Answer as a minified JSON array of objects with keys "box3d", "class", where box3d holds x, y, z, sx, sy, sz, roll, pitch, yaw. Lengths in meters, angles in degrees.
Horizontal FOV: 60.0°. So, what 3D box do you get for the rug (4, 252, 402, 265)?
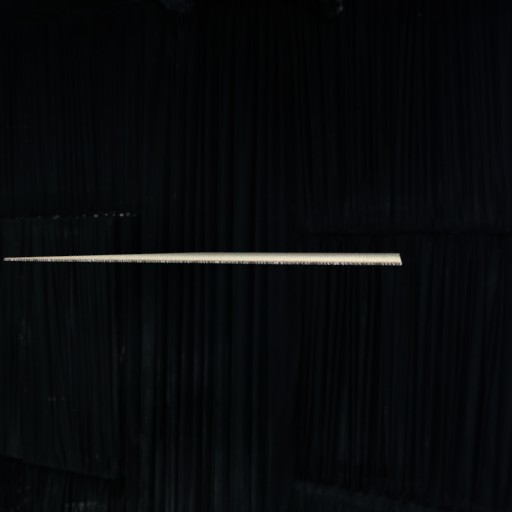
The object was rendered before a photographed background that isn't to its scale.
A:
[{"box3d":[0.000,0.000,3.747,2.315,0.015,2.932,0,1,18],"class":"rug"}]
